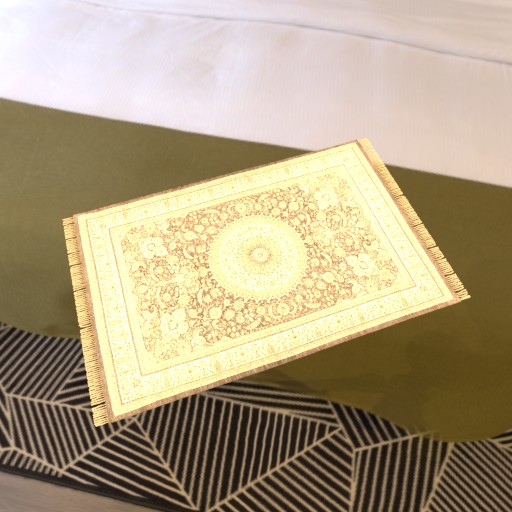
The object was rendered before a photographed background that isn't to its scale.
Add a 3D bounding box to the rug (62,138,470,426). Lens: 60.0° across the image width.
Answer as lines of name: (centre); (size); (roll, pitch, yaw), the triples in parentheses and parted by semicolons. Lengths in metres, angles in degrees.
rug: (0.000, 0.000, 4.275); (3.422, 0.015, 2.143); (-17, 61, -10)
